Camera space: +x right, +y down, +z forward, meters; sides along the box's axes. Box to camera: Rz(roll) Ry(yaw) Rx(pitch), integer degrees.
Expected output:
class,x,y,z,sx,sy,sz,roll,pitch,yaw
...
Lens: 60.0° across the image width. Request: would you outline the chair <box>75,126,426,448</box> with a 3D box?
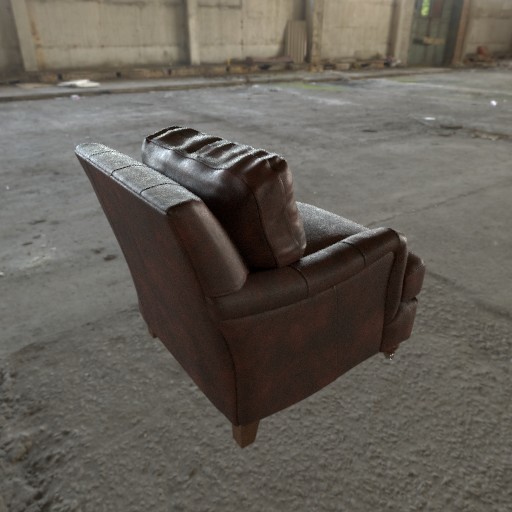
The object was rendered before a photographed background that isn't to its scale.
class,x,y,z,sx,sy,sz,roll,pitch,yaw
chair,0.000,0.000,1.918,1.156,1.051,0.987,-17,31,-31
